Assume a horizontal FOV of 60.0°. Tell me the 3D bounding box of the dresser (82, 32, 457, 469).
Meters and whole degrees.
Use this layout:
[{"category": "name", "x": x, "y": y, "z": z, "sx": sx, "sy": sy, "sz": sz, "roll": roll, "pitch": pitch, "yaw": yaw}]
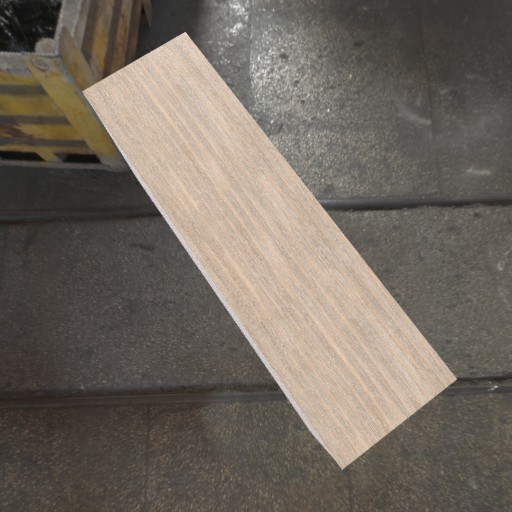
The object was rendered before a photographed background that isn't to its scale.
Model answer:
[{"category": "dresser", "x": 0.000, "y": 0.000, "z": 1.913, "sx": 0.457, "sy": 0.914, "sz": 1.524, "roll": -34, "pitch": 78, "yaw": -8}]
